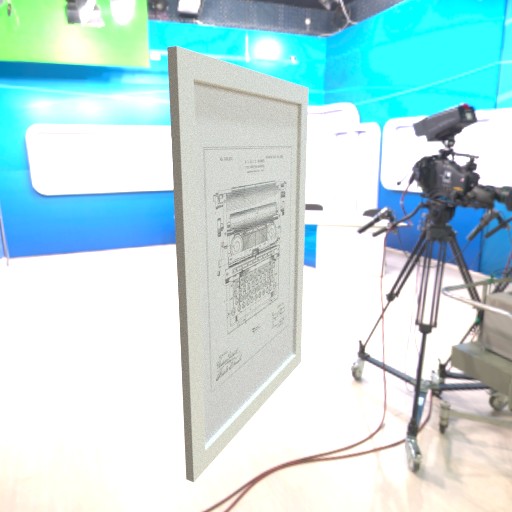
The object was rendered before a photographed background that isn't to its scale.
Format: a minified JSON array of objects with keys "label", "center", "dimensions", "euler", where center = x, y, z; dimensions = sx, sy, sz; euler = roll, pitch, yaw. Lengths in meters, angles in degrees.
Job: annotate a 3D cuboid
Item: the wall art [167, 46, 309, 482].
[{"label":"wall art","center":[0.000,0.000,0.689],"dimensions":[0.013,0.533,0.381],"euler":[7,15,27]}]
